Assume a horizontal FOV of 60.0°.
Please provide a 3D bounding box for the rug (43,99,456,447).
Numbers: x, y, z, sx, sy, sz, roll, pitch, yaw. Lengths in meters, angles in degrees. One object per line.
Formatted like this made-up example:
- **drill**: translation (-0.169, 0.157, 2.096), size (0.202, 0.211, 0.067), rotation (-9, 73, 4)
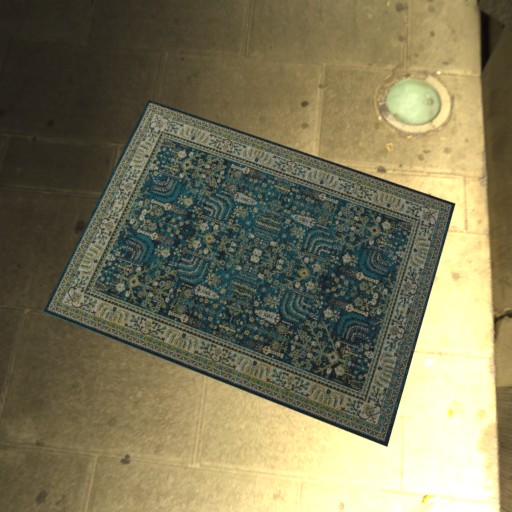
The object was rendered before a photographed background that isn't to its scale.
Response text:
- **rug**: translation (0.000, 0.000, 2.831), size (2.213, 0.013, 1.594), rotation (20, 76, 5)
